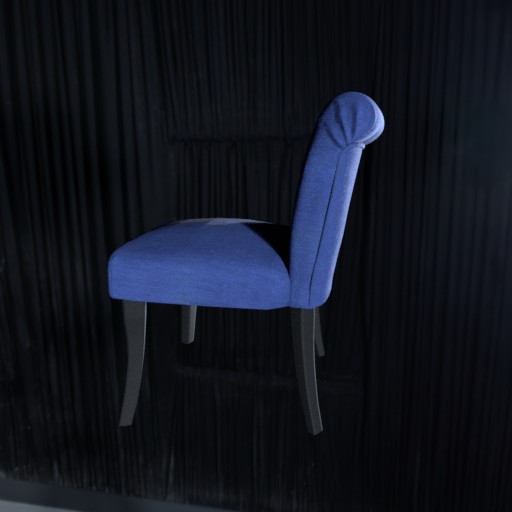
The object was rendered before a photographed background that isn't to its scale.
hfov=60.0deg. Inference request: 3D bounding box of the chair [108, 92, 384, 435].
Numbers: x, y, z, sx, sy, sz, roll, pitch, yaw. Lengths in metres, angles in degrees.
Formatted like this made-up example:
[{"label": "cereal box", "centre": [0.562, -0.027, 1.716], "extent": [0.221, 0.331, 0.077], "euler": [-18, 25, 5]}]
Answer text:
[{"label": "chair", "centre": [0.000, 0.000, 1.178], "extent": [0.606, 0.753, 0.585], "euler": [2, 13, 9]}]
